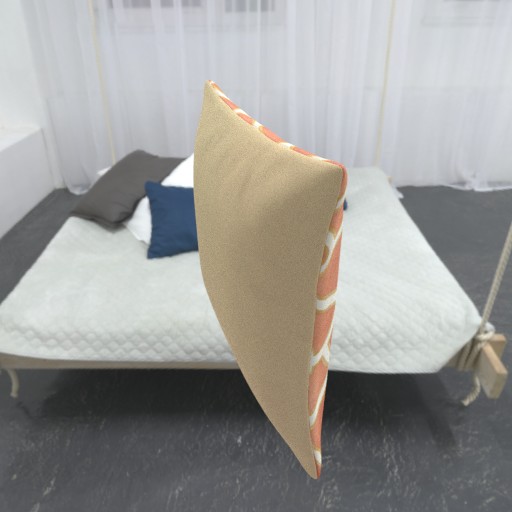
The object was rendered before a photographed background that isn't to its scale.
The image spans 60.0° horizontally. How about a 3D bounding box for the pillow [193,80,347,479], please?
[{"bbox_3d":[0.000,0.000,0.785,0.166,0.508,0.552,-10,32,-16],"label":"pillow"}]
